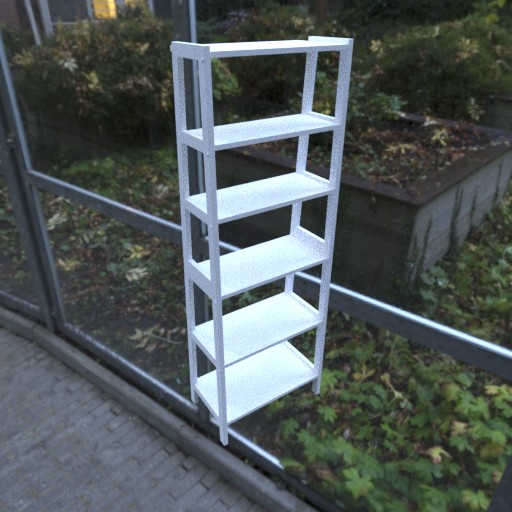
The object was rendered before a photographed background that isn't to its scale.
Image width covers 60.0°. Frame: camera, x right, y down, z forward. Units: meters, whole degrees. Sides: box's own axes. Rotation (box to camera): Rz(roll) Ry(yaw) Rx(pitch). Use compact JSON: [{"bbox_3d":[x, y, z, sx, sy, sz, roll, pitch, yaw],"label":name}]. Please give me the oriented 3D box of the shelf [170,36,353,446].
[{"bbox_3d":[0.000,0.000,2.152,0.660,1.892,0.381,-18,34,-29],"label":"shelf"}]
